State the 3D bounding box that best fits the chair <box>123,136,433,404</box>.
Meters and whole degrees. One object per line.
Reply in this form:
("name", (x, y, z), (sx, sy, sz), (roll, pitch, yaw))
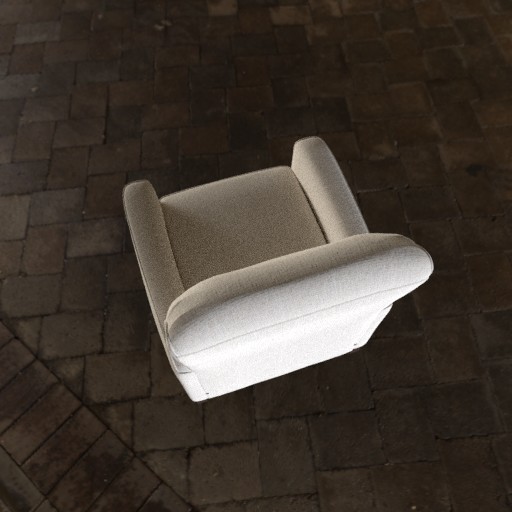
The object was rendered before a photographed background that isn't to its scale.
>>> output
("chair", (0.000, 0.000, 1.650), (0.841, 1.028, 0.858), (-16, 63, -9))
